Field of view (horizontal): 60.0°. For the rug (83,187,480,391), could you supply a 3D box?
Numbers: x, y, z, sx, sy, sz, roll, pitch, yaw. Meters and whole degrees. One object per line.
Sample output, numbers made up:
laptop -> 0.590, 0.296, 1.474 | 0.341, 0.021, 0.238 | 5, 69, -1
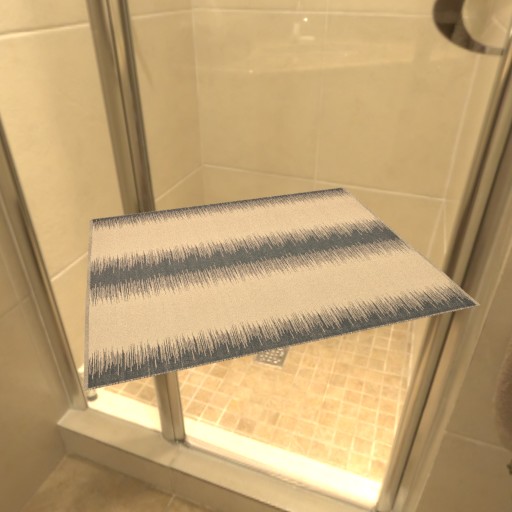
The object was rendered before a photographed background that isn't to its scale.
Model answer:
rug -> 0.000, 0.000, 4.170 | 3.037, 0.004, 2.453 | -9, 33, -14
